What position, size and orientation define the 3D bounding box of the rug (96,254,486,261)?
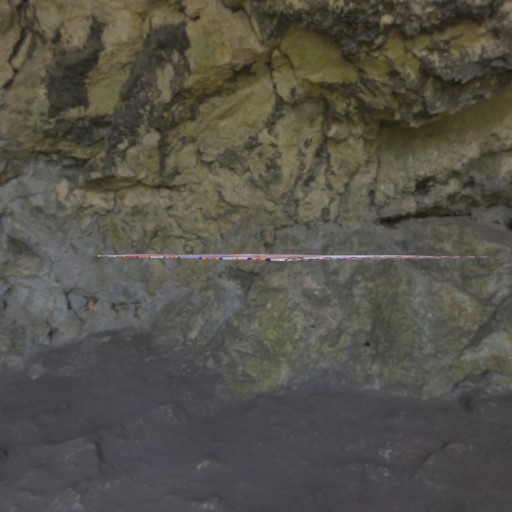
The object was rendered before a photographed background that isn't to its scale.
[{"bbox_3d":[0.000,0.000,2.252,1.084,0.013,1.849,0,1,-36],"label":"rug"}]
